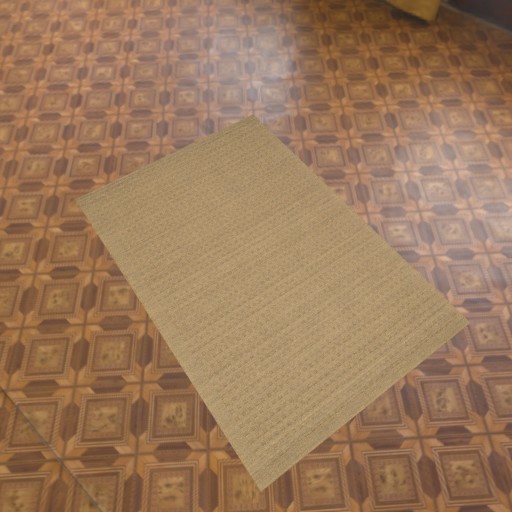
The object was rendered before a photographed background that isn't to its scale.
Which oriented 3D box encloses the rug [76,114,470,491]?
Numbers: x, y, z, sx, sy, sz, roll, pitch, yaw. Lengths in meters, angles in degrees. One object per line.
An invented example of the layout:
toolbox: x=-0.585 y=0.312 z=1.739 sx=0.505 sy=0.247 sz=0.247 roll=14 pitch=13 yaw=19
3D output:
rug: x=0.000 y=0.000 z=3.723 sx=1.981 sy=0.006 sz=2.895 roll=-31 pitch=63 yaw=-18
